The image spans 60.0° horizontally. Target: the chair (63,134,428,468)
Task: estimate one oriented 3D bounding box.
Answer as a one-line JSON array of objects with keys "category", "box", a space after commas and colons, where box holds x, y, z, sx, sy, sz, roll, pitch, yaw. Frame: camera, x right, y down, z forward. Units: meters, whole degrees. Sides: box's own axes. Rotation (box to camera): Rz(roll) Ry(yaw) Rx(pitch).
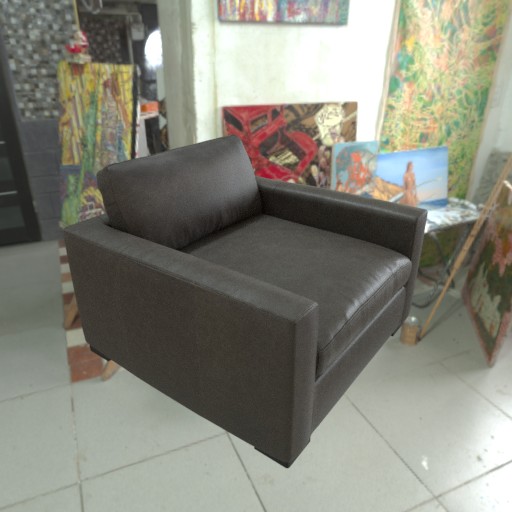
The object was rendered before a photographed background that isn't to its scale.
[{"category": "chair", "box": [0.000, 0.000, 1.836, 1.080, 0.807, 1.106, 18, 31, 33]}]
